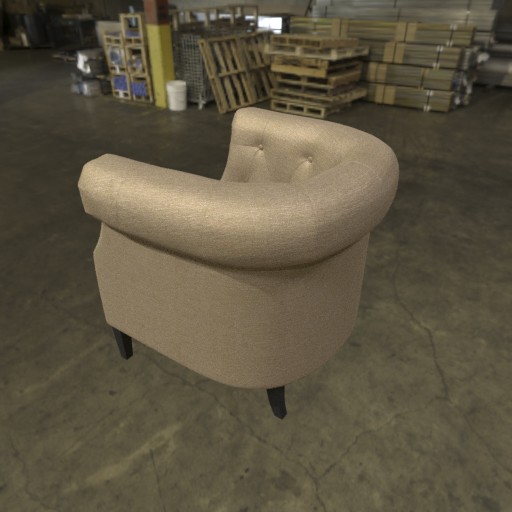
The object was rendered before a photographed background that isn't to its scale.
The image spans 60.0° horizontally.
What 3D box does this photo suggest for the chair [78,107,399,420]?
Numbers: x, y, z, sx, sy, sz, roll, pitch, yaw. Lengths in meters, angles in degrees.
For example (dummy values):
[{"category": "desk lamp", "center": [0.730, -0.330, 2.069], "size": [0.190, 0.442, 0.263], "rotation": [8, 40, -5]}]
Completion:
[{"category": "chair", "center": [0.000, 0.000, 1.575], "size": [0.852, 0.827, 0.905], "rotation": [20, 37, 29]}]
